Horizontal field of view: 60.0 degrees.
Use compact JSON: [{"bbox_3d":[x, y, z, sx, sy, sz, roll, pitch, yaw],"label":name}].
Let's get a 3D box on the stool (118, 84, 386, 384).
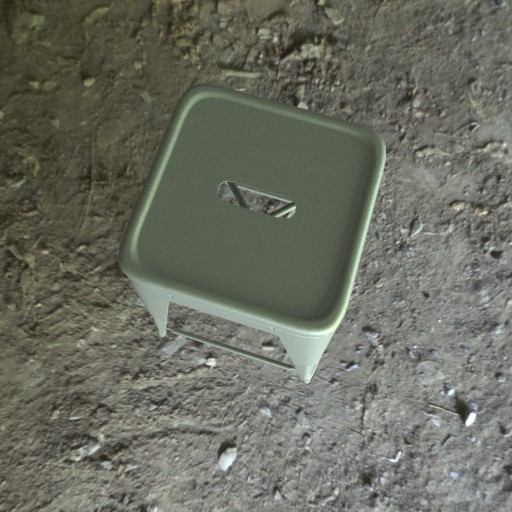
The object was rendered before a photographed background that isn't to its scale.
[{"bbox_3d":[0.000,0.000,0.887,0.410,0.608,0.410,17,76,4],"label":"stool"}]
